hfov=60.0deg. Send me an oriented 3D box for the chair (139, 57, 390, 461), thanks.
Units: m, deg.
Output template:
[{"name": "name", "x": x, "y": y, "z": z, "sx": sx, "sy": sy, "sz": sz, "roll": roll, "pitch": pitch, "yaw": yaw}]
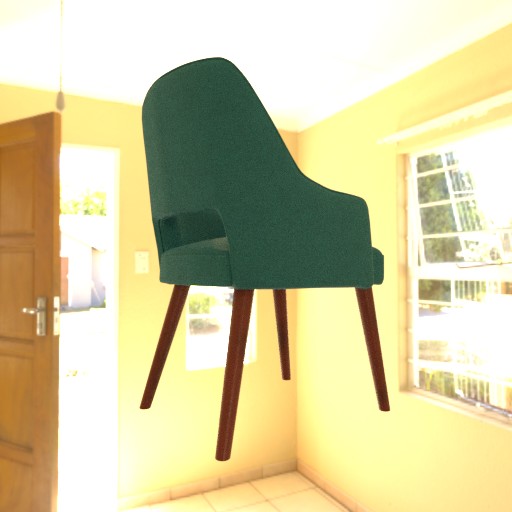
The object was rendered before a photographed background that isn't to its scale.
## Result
[{"name": "chair", "x": 0.000, "y": 0.000, "z": 1.227, "sx": 0.605, "sy": 0.849, "sz": 0.548, "roll": 1, "pitch": -2, "yaw": -37}]
